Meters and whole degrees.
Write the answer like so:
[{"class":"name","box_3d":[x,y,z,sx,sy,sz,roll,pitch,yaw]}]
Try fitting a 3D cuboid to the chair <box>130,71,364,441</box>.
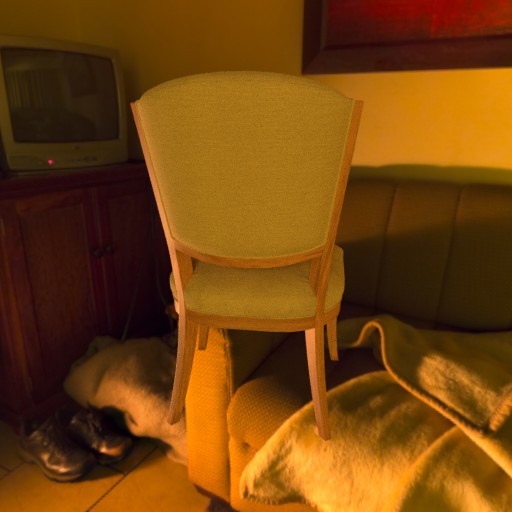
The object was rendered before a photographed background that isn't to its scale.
[{"class":"chair","box_3d":[0.000,0.000,1.237,0.513,0.905,0.584,3,17,8]}]
